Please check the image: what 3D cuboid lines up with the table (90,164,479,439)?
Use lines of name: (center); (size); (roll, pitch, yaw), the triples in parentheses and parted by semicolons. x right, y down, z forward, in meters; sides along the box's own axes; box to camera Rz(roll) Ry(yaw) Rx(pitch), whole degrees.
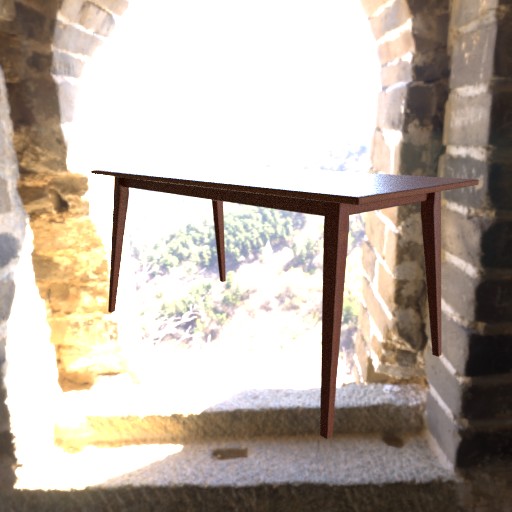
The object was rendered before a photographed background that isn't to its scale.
table: (0.000, 0.000, 2.070); (0.811, 0.755, 1.609); (-13, 20, -42)
